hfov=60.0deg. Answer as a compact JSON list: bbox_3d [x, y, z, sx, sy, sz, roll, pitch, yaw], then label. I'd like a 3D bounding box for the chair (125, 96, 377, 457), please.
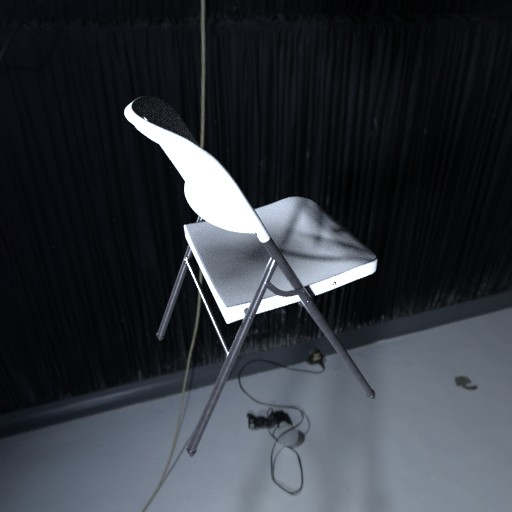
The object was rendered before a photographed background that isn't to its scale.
[{"bbox_3d":[0.000,0.000,1.191,0.566,0.810,0.494,-11,33,-17],"label":"chair"}]
